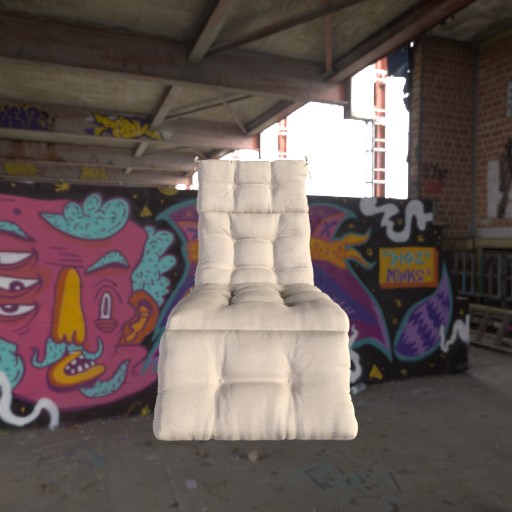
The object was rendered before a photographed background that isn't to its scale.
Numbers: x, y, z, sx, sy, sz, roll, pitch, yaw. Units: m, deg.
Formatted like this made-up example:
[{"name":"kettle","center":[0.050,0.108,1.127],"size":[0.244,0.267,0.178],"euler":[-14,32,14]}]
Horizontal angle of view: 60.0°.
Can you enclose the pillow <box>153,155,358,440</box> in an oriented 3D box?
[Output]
[{"name":"pillow","center":[0.000,0.000,1.513],"size":[0.526,0.863,1.016],"euler":[0,1,-1]}]
